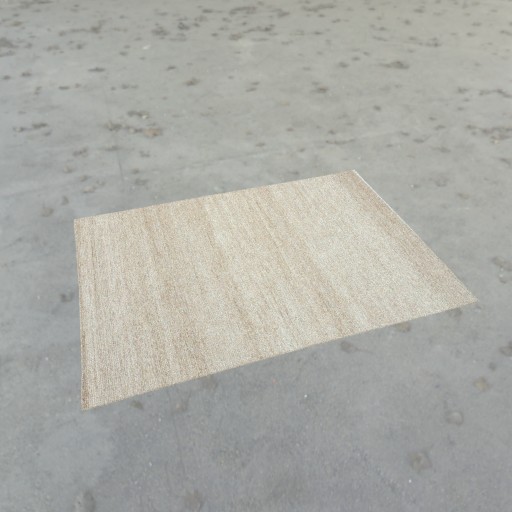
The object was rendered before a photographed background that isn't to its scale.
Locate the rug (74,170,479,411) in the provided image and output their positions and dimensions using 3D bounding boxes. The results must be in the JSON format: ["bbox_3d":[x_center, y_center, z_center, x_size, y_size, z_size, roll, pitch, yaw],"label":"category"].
[{"bbox_3d":[0.000,0.000,2.932,2.283,0.030,1.596,-12,43,-13],"label":"rug"}]
